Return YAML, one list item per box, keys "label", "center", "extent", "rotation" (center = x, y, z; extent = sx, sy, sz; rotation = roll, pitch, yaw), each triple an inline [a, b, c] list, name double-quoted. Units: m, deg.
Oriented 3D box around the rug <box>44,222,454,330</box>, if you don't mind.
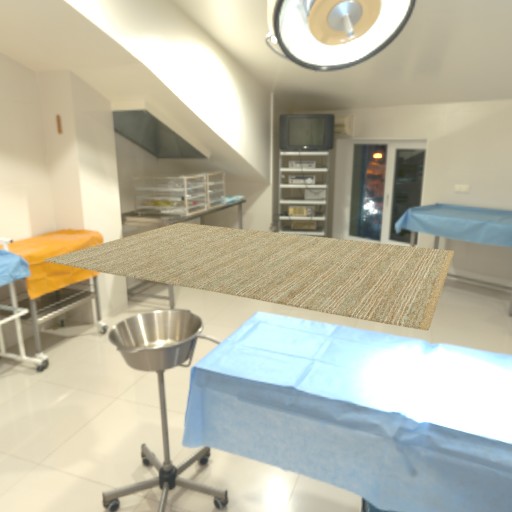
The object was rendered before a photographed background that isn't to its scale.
- label: "rug"
  center: [0.000, 0.000, 3.096]
  extent: [2.448, 0.012, 1.540]
  rotation: [8, 17, 26]
